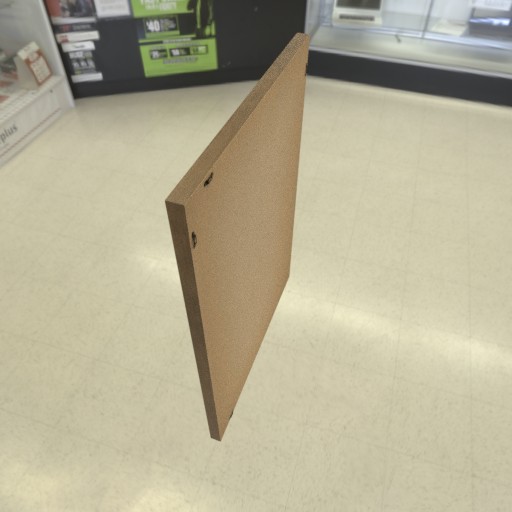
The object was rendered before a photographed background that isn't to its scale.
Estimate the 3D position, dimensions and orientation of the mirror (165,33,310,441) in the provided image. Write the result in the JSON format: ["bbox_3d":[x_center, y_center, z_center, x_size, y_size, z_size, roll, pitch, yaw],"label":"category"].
[{"bbox_3d":[0.000,0.000,1.338,0.041,1.016,0.762,15,49,14],"label":"mirror"}]
